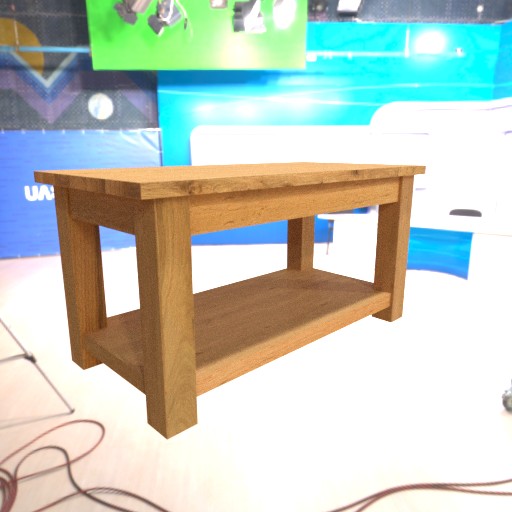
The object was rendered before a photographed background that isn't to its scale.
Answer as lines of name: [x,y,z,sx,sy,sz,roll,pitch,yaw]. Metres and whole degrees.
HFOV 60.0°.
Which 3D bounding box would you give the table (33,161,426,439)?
table: [0.000,0.000,1.155,0.899,0.452,0.450,-13,19,-42]
